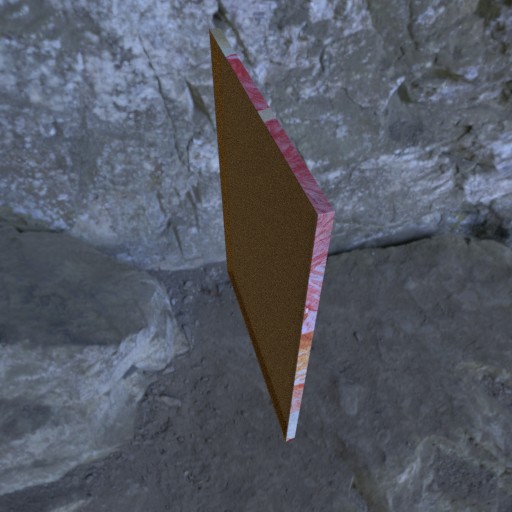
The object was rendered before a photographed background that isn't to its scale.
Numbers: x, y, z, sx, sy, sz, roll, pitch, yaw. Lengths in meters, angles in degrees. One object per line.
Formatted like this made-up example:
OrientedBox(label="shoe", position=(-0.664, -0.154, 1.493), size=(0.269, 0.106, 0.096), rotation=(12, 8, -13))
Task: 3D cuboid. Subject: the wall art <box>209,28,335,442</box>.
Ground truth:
OrientedBox(label="wall art", position=(0.000, 0.000, 1.321), size=(0.031, 1.015, 0.762), rotation=(-13, 49, -11))
